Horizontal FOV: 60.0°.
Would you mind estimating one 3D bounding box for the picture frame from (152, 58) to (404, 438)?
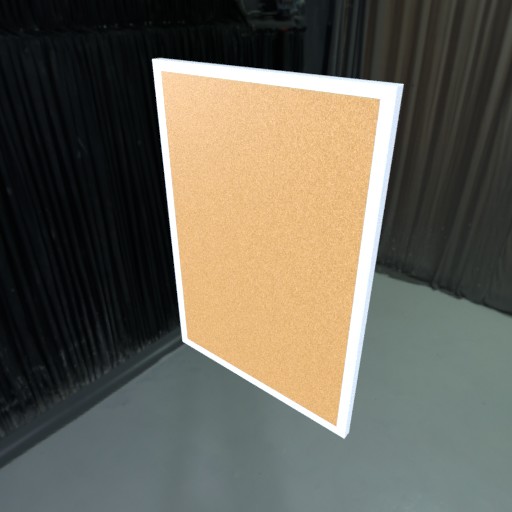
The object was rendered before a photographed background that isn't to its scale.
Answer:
[{"bbox_3d":[0.000,0.000,0.555,0.305,0.434,0.013,22,36,33],"label":"picture frame"}]
